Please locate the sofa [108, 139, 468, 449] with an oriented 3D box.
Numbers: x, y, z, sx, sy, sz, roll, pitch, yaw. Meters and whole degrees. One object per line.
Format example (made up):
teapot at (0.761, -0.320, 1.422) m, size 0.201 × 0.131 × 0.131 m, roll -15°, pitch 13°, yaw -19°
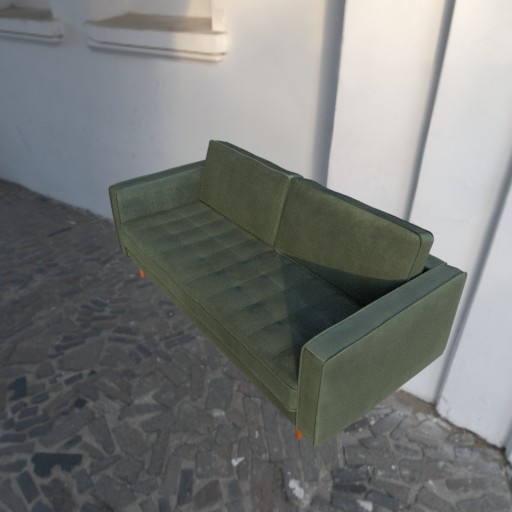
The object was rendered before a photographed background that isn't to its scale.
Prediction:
sofa at (0.000, 0.000, 2.317) m, size 0.886 × 0.781 × 1.816 m, roll -22°, pitch 38°, yaw -31°
